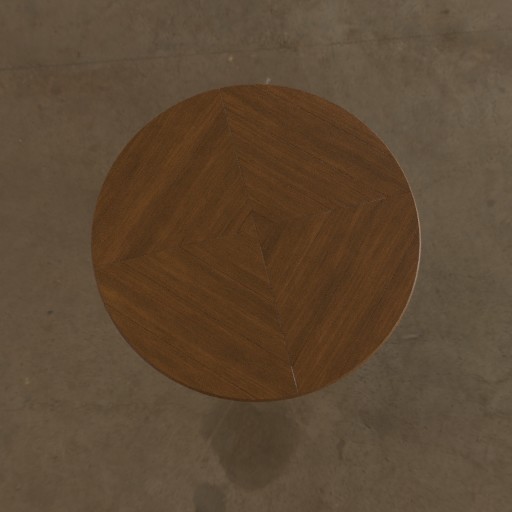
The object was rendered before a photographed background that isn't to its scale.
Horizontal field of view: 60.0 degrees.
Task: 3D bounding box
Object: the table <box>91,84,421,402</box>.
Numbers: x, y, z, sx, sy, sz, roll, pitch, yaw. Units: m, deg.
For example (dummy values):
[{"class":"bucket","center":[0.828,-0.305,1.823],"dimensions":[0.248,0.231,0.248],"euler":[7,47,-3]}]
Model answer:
[{"class":"table","center":[0.000,0.000,1.776],"dimensions":[1.055,0.757,1.055],"euler":[0,77,0]}]
